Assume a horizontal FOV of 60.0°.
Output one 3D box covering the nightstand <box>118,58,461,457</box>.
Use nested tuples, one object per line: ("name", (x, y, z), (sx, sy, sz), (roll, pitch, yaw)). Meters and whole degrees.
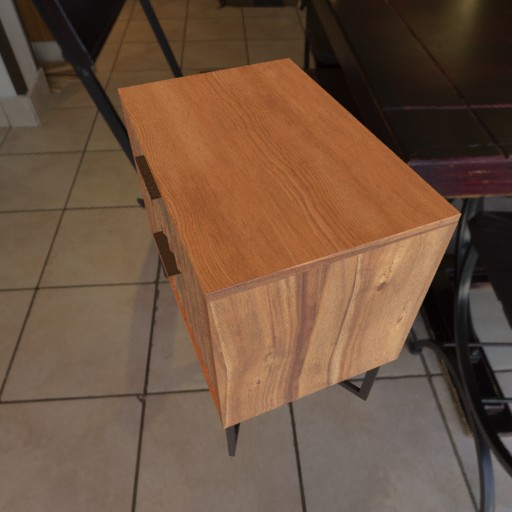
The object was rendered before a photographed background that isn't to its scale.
("nightstand", (0.000, 0.000, 1.038), (0.427, 0.615, 0.613), (-17, 49, -15))
